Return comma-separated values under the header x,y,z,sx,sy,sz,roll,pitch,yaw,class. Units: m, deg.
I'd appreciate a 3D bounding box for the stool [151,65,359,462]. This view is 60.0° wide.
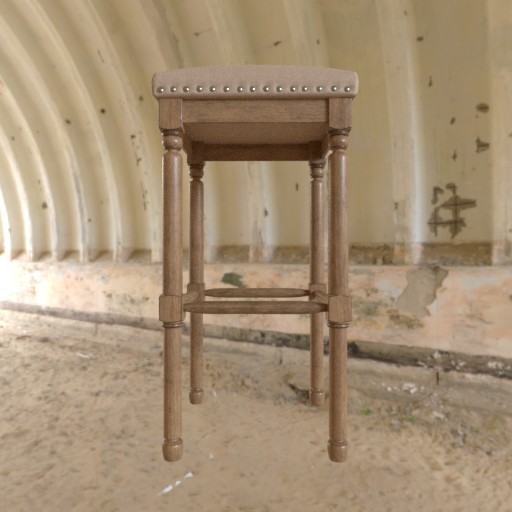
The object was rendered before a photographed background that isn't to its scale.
x,y,z,sx,sy,sz,roll,pitch,yaw,class
0.000,0.000,0.998,0.383,0.768,0.382,0,0,1,stool
